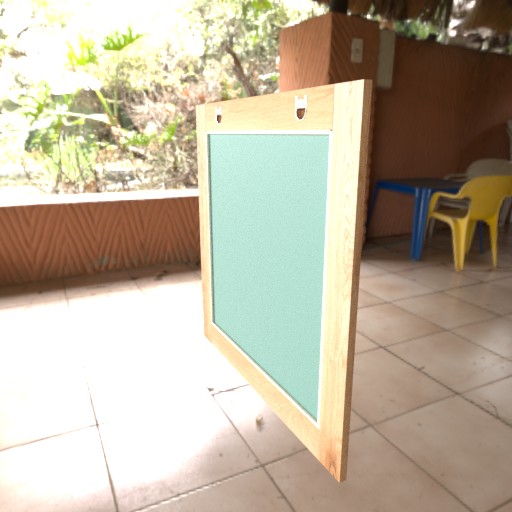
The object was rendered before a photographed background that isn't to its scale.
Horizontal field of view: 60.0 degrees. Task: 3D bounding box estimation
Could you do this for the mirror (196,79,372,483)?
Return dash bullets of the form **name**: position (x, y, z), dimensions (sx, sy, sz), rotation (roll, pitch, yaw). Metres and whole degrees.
- **mirror**: position (0.000, 0.000, 1.179), dimensions (0.020, 0.800, 0.800), rotation (-8, 17, -26)
